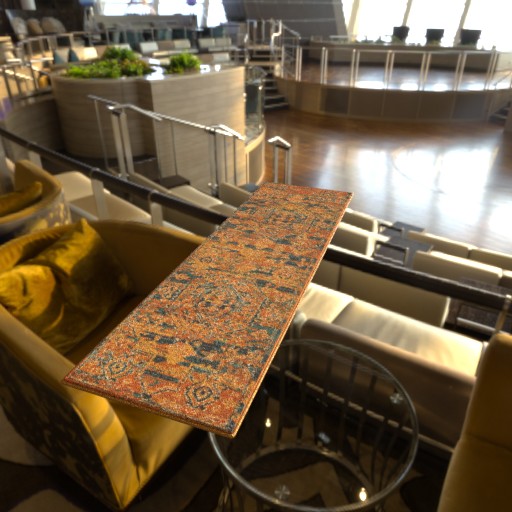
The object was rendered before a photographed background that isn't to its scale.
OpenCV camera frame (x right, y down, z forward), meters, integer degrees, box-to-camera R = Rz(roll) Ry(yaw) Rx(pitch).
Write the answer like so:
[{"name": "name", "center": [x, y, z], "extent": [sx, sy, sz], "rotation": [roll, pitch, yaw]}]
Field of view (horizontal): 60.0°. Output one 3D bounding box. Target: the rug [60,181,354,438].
[{"name": "rug", "center": [0.000, 0.000, 1.959], "extent": [0.556, 0.013, 1.820], "rotation": [10, 31, 18]}]
